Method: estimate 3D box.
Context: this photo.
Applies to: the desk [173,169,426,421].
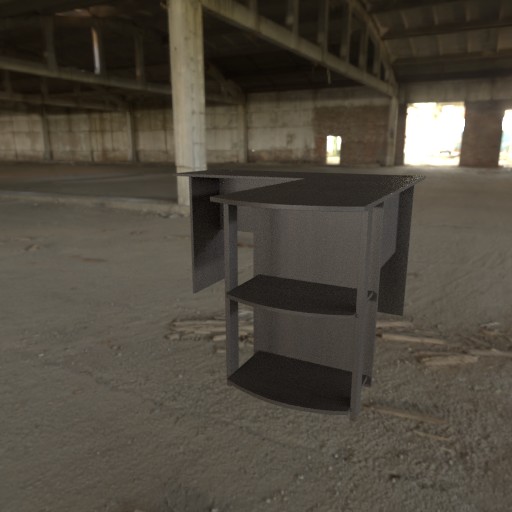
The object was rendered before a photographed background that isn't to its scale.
[{"bbox_3d":[0.000,0.000,2.116,1.303,0.716,1.361,7,16,26],"label":"desk"}]
